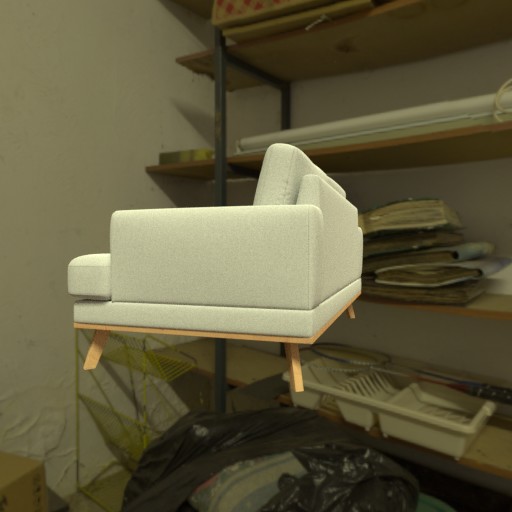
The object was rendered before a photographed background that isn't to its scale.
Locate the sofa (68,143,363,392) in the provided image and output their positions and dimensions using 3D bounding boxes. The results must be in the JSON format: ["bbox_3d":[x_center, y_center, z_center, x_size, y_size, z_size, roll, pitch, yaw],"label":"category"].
[{"bbox_3d":[0.000,0.000,2.216,0.915,0.810,1.651,0,1,18],"label":"sofa"}]
